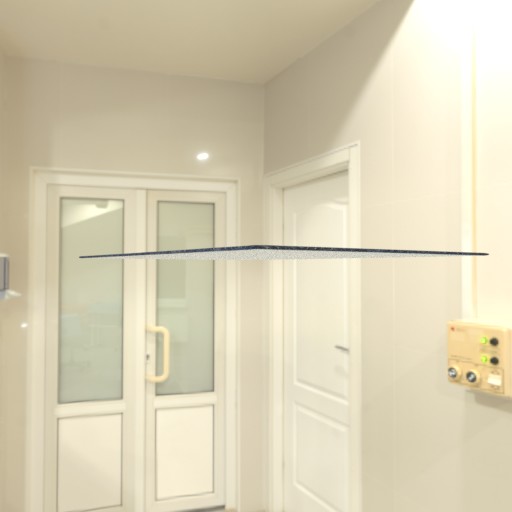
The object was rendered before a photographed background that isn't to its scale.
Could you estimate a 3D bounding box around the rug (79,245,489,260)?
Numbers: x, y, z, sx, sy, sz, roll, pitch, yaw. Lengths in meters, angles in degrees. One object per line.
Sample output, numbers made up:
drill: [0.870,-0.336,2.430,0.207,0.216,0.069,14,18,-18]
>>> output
rug: [0.000,0.000,4.191,2.385,0.024,3.245,1,-2,-36]
